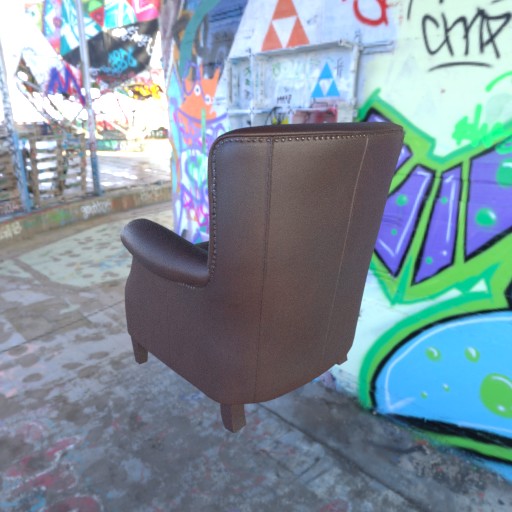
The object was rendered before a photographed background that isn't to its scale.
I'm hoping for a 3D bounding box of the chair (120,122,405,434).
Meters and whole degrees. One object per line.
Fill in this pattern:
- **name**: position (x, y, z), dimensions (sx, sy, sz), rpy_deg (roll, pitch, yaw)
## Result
- **chair**: position (0.000, 0.000, 1.371), dimensions (0.700, 0.800, 0.746), rpy_deg (-16, 24, -42)
